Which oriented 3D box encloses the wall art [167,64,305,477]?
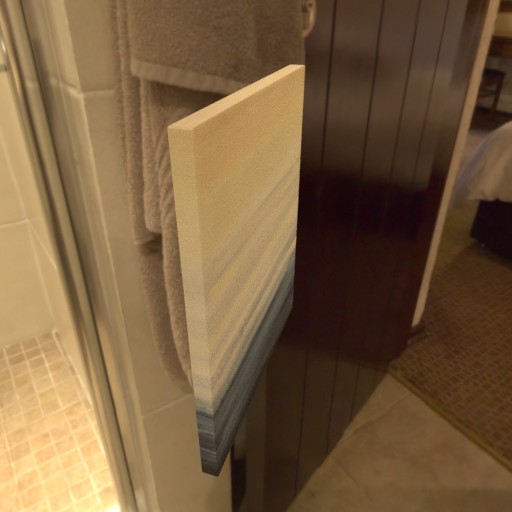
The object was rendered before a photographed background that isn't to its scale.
[{"bbox_3d":[0.000,0.000,0.978,0.041,0.710,0.608,10,32,16],"label":"wall art"}]
